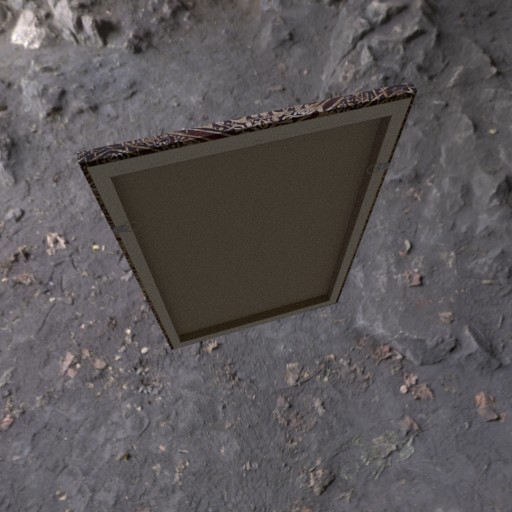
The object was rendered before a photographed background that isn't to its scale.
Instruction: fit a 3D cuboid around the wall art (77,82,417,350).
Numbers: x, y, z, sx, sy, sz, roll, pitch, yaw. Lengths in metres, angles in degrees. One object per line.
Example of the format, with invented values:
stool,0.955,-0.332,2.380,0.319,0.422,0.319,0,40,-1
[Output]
wall art,0.000,0.000,0.759,0.397,0.599,0.020,-15,60,-8
